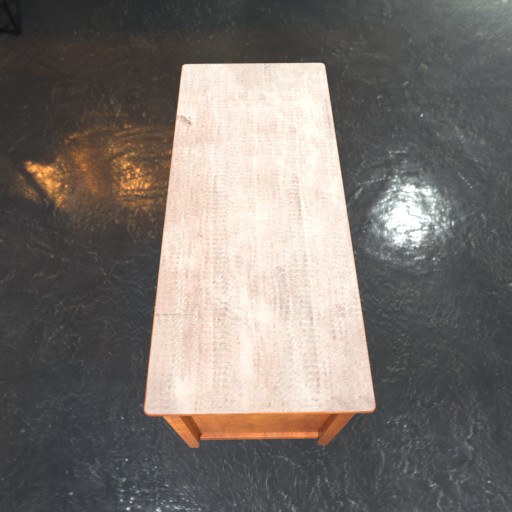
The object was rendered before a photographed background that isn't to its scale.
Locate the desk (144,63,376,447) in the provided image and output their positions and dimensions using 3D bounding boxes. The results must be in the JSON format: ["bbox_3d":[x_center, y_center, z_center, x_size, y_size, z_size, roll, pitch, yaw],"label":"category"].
[{"bbox_3d":[0.000,0.000,1.755,0.574,0.756,1.353,-1,59,0],"label":"desk"}]
